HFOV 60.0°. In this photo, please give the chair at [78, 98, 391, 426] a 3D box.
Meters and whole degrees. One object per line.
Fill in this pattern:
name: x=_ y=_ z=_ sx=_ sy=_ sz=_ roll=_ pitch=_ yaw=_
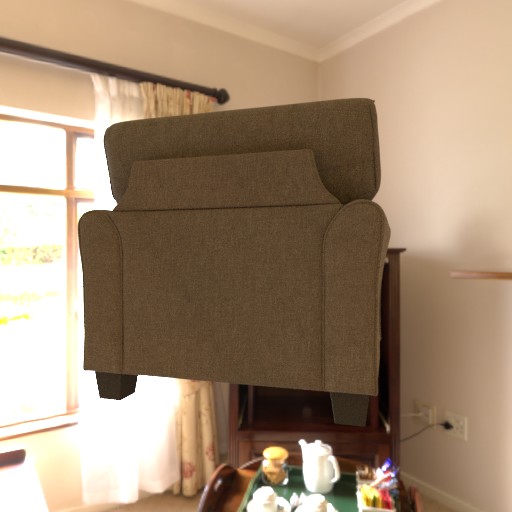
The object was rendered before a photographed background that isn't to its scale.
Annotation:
chair: x=0.000 y=0.000 z=1.611 sx=0.941 sy=0.890 sz=0.816 roll=0 pitch=0 yaw=17
